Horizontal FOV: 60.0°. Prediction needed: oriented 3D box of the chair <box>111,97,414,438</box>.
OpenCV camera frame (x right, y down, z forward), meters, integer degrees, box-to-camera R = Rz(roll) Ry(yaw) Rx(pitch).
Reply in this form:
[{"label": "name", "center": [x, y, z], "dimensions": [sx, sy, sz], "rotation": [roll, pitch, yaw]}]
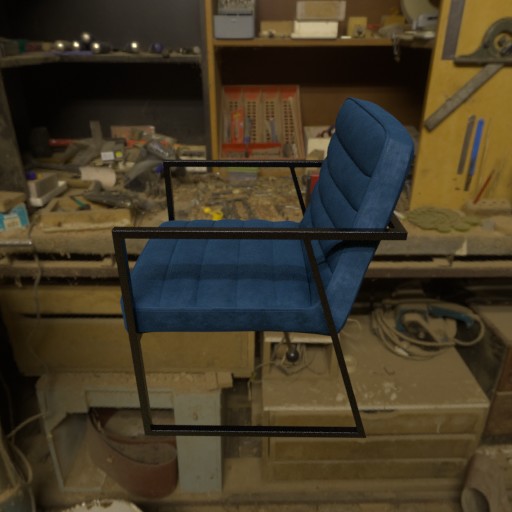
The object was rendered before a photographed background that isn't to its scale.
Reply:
[{"label": "chair", "center": [0.000, 0.000, 1.288], "dimensions": [0.677, 0.833, 0.571], "rotation": [0, 27, 1]}]
